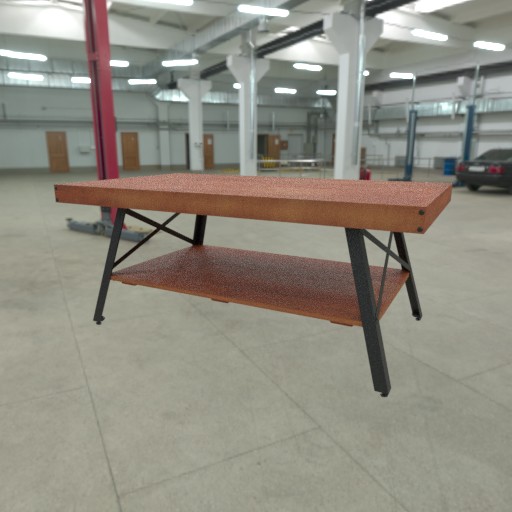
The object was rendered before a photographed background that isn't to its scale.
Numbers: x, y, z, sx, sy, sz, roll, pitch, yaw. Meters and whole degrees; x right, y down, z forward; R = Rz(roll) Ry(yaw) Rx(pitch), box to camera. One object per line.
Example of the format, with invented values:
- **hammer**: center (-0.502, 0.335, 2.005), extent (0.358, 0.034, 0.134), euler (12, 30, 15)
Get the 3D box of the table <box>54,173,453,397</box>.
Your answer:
- **table**: center (0.000, 0.000, 1.419), extent (1.067, 0.457, 0.610), euler (7, 16, 27)
